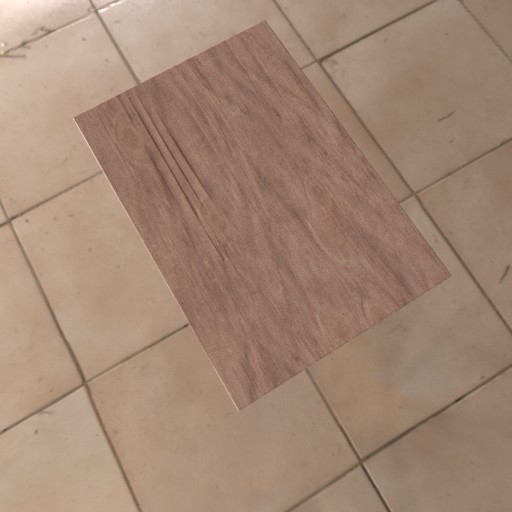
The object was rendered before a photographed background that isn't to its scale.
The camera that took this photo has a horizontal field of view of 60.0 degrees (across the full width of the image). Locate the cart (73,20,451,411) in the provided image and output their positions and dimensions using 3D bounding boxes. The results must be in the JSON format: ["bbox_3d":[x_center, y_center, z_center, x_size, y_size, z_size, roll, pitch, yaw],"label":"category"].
[{"bbox_3d":[0.000,0.000,1.152,0.403,0.839,0.584,-30,78,-7],"label":"cart"}]
